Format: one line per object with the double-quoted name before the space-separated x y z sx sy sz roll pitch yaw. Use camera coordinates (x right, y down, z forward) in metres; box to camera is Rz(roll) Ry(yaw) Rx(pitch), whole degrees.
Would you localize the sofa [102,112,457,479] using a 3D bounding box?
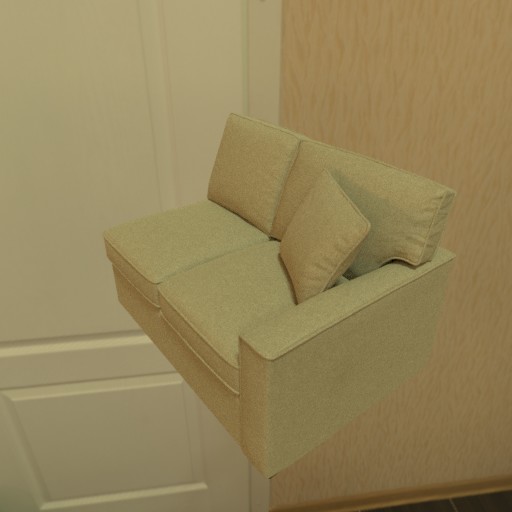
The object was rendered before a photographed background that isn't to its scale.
"sofa" 0.000 0.000 2.053 0.991 0.989 1.388 -21 36 -31
